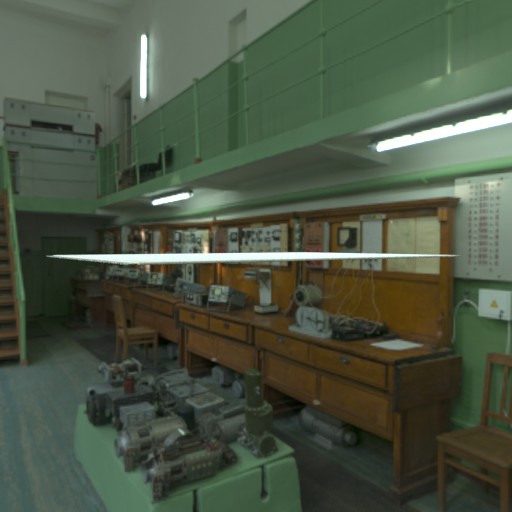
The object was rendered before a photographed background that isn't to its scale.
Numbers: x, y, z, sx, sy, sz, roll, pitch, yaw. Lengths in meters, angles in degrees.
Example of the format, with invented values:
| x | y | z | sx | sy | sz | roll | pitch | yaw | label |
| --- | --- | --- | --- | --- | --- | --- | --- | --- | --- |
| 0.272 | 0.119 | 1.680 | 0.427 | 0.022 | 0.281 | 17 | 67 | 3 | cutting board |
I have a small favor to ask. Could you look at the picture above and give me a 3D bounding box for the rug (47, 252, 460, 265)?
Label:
| x | y | z | sx | sy | sz | roll | pitch | yaw | label |
| --- | --- | --- | --- | --- | --- | --- | --- | --- | --- |
| 0.000 | 0.000 | 2.883 | 2.233 | 0.011 | 1.514 | -1 | 2 | -35 | rug |
